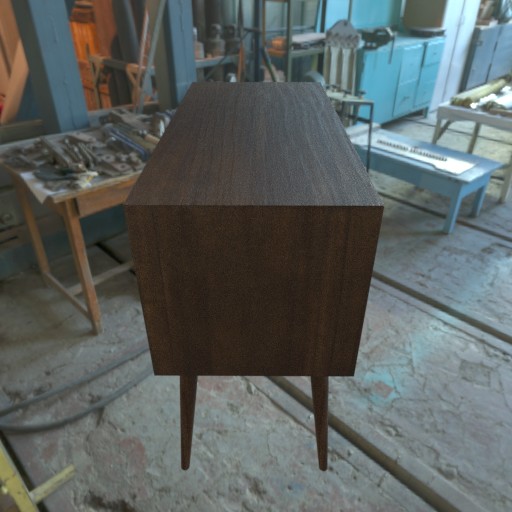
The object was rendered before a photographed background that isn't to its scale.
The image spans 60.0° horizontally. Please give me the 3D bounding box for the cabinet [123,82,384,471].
[{"bbox_3d":[0.000,0.000,1.087,0.354,0.654,0.743,0,33,0],"label":"cabinet"}]
